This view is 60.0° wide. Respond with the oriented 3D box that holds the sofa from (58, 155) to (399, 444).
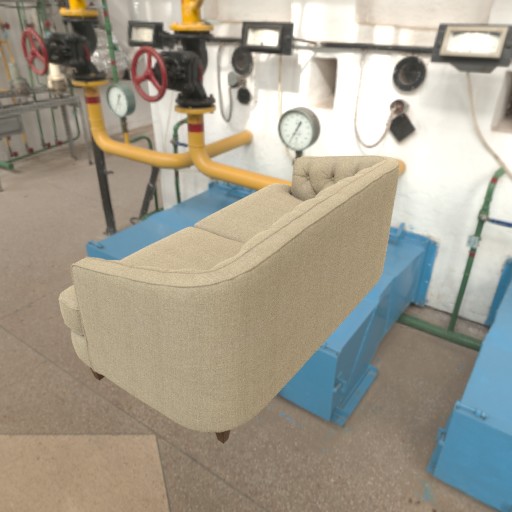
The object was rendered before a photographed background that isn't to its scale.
[{"bbox_3d":[0.000,0.000,2.297,0.941,0.855,1.733,20,35,31],"label":"sofa"}]
